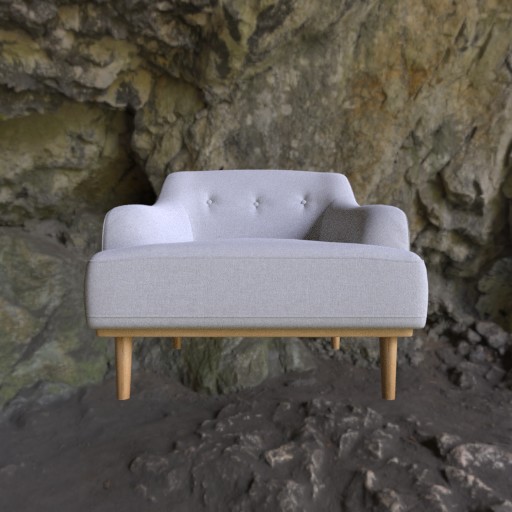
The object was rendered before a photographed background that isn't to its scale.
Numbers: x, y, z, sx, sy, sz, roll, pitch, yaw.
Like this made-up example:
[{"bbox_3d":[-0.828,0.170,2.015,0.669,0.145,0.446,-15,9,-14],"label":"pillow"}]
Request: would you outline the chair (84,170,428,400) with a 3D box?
[{"bbox_3d":[0.000,0.000,1.645,0.946,0.818,0.951,0,-1,0],"label":"chair"}]
